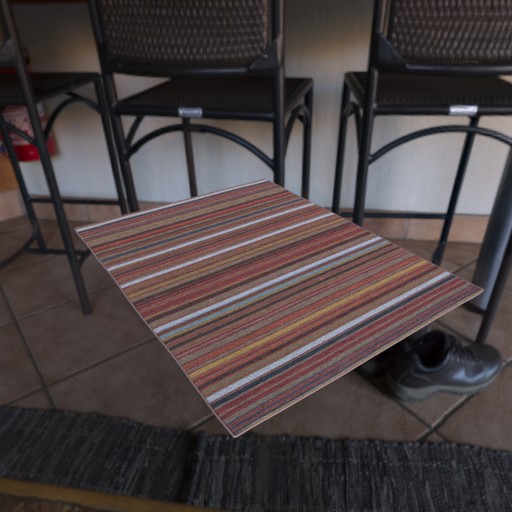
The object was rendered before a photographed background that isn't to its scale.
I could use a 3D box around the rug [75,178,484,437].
[{"bbox_3d":[0.000,0.000,4.142,2.479,0.023,3.092,-20,36,-29],"label":"rug"}]
